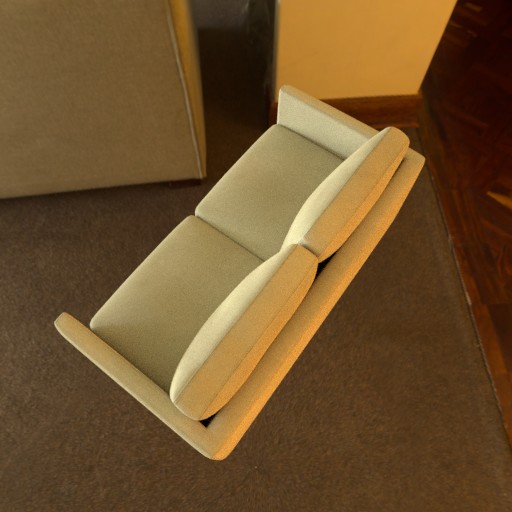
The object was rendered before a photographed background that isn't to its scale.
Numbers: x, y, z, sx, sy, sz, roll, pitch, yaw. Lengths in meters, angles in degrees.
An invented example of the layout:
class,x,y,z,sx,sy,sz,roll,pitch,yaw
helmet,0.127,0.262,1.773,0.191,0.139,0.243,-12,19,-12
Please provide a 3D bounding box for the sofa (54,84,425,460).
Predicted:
class,x,y,z,sx,sy,sz,roll,pitch,yaw
sofa,0.000,0.000,2.395,0.950,0.940,1.846,34,69,15
